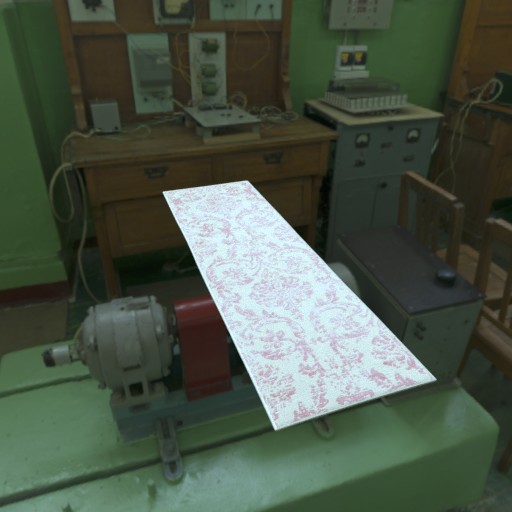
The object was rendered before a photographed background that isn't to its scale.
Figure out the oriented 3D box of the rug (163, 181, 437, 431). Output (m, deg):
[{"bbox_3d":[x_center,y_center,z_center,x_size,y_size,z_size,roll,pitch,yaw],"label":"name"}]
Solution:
[{"bbox_3d":[0.000,0.000,2.465,0.662,0.011,2.196,-11,32,-17],"label":"rug"}]
